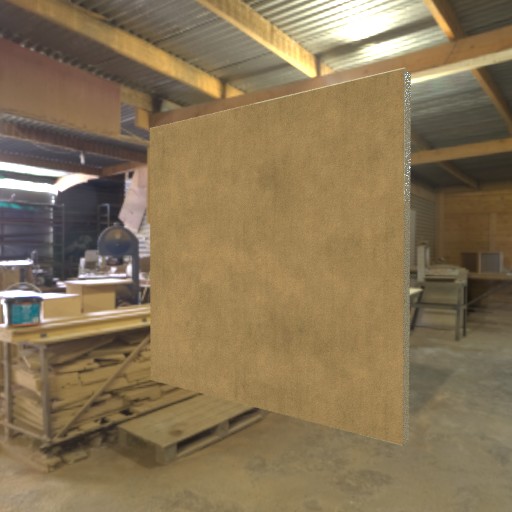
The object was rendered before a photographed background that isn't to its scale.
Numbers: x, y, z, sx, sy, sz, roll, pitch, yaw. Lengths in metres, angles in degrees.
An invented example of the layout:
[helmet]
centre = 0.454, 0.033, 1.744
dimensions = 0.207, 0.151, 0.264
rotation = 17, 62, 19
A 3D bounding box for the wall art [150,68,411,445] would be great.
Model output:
[wall art]
centre = 0.000, 0.000, 0.674
dimensions = 0.455, 0.453, 0.023
rotation = 1, 1, 36
